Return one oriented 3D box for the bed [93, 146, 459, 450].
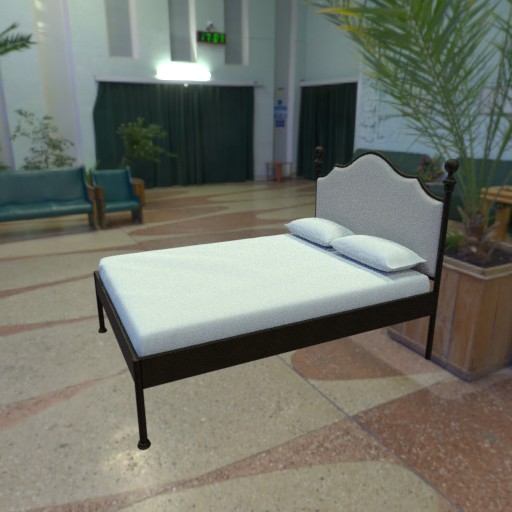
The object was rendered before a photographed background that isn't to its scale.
[{"bbox_3d":[0.000,0.000,3.358,2.224,1.499,1.642,-8,19,-25],"label":"bed"}]
